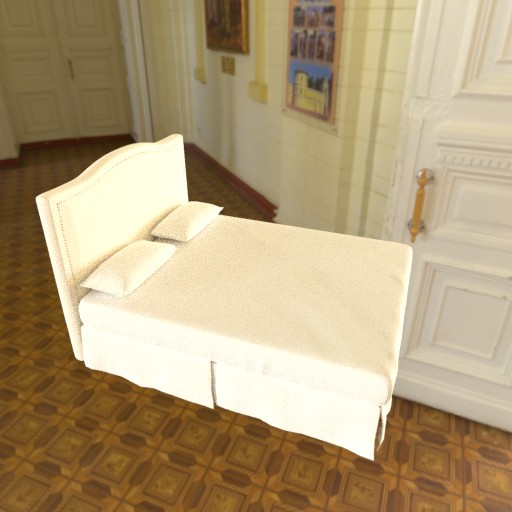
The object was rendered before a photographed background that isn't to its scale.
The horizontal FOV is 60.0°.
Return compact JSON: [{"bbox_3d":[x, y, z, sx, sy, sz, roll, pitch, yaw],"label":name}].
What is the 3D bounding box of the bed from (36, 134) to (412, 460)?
[{"bbox_3d":[0.000,0.000,3.373,2.282,1.436,1.821,10,31,18],"label":"bed"}]
